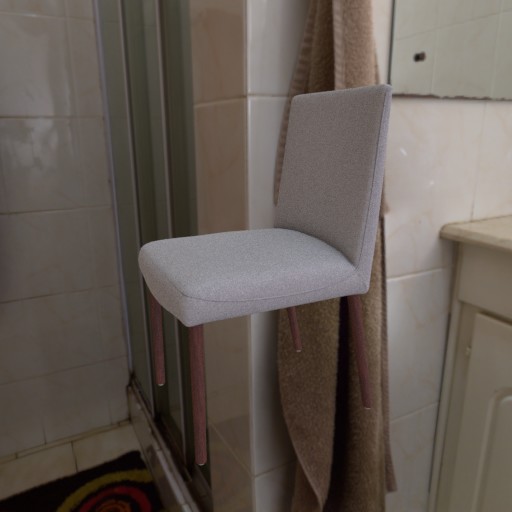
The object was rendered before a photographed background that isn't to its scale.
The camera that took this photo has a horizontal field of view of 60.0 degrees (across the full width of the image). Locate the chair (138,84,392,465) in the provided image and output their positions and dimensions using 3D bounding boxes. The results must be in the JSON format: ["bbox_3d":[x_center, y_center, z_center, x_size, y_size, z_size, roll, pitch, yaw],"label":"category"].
[{"bbox_3d":[0.000,0.000,1.189,0.570,0.859,0.456,-8,18,-25],"label":"chair"}]
